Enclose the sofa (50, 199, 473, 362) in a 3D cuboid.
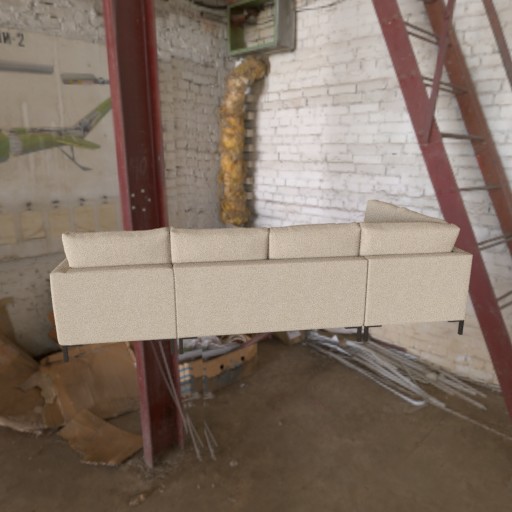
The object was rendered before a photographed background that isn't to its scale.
[{"bbox_3d":[0.000,0.000,3.975,2.984,0.862,1.989,-2,14,-9],"label":"sofa"}]
